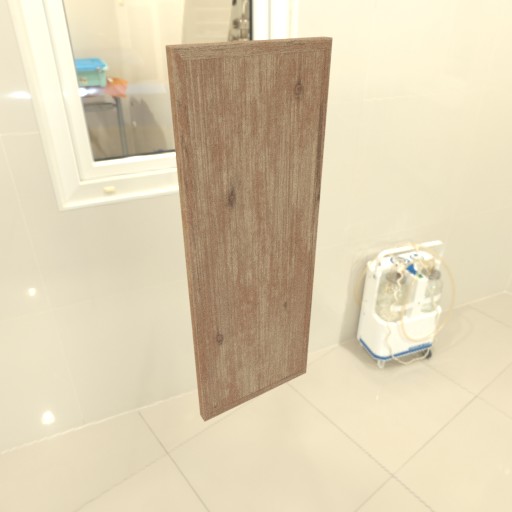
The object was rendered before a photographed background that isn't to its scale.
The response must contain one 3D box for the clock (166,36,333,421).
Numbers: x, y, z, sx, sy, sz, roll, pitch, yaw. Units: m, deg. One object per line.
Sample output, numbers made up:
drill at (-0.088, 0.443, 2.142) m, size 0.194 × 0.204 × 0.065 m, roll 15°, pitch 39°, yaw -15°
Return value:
clock at (0.000, 0.000, 1.102) m, size 0.361 × 0.965 × 0.030 m, roll -17°, pitch 35°, yaw -27°
